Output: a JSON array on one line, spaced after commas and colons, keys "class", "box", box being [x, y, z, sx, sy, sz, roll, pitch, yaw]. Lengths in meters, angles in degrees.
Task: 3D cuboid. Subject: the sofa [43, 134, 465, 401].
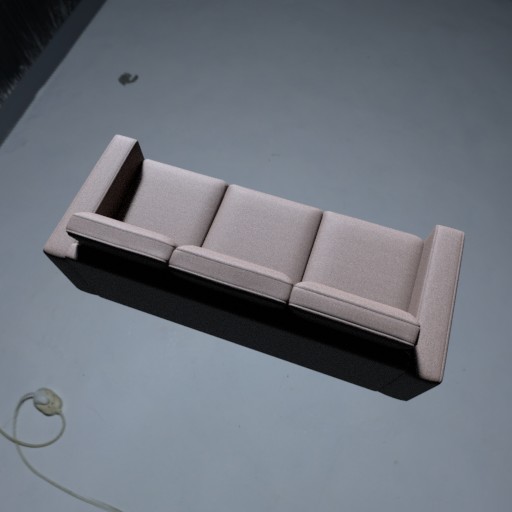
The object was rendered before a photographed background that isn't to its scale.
[{"class": "sofa", "box": [0.000, 0.000, 2.578, 2.160, 0.806, 0.900, 17, 65, 8]}]
